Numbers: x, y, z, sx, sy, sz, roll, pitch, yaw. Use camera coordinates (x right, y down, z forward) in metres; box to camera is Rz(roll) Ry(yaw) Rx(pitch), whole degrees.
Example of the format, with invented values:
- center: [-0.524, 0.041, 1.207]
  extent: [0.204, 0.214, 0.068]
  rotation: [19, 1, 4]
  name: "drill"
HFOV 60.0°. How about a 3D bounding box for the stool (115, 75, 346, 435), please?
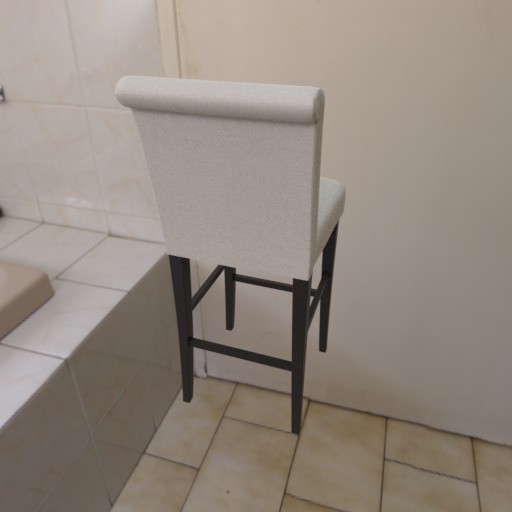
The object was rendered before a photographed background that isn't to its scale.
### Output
- center: [0.000, 0.000, 1.409]
  extent: [0.452, 1.124, 0.597]
  rotation: [10, 32, 16]
  name: "stool"
